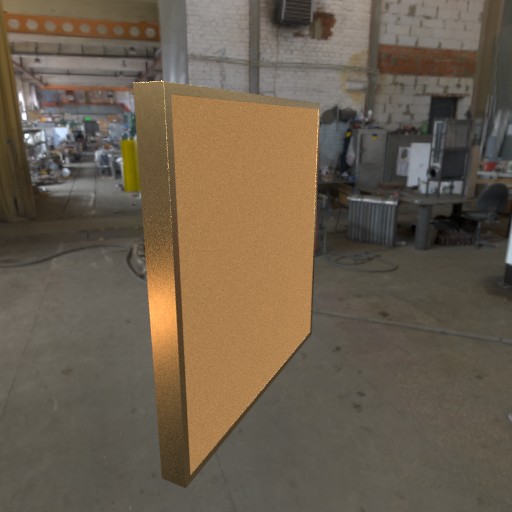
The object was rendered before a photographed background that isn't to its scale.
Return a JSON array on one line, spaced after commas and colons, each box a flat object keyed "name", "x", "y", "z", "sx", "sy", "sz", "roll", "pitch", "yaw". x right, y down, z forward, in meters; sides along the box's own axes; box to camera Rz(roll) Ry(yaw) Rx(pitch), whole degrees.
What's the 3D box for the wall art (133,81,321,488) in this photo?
[{"name": "wall art", "x": 0.000, "y": 0.000, "z": 0.749, "sx": 0.040, "sy": 0.509, "sz": 0.509, "roll": 8, "pitch": 18, "yaw": 25}]
